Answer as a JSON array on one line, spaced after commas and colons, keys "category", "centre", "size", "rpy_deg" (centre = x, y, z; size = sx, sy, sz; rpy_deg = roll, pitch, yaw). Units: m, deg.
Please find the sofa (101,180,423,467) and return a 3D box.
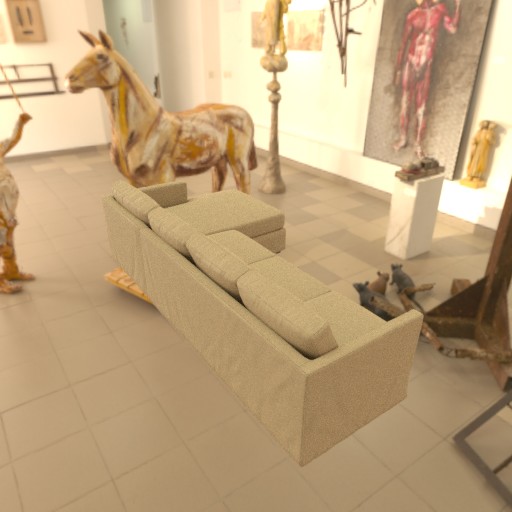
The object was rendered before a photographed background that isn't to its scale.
[{"category": "sofa", "centre": [0.000, 0.000, 3.846], "size": [1.622, 0.867, 3.177], "rpy_deg": [-18, 32, -31]}]
